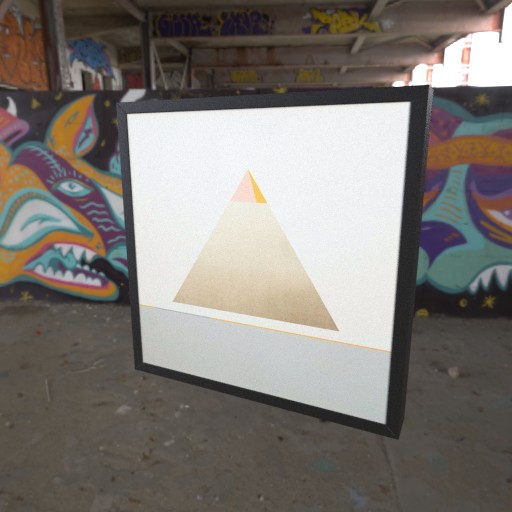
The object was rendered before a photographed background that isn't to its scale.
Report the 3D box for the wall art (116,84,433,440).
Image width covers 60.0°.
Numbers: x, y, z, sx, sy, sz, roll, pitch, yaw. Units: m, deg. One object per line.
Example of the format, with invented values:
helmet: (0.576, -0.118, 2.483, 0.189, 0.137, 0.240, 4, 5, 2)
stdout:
wall art: (0.000, 0.000, 0.446, 0.304, 0.303, 0.037, 6, 15, 25)
